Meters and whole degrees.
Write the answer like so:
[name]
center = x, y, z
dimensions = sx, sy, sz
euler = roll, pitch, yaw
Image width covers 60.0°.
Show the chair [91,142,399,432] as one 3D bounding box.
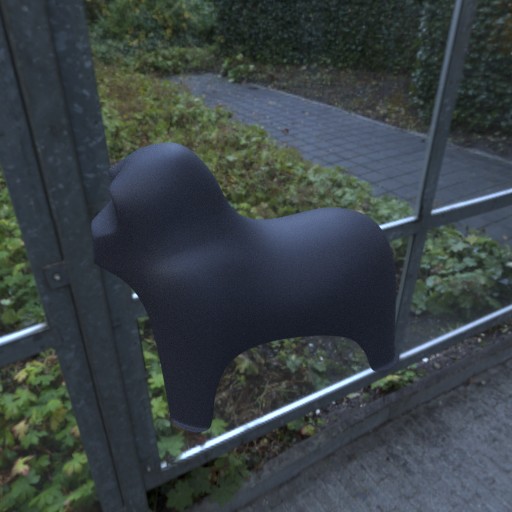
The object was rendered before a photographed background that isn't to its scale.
[chair]
center = 0.000, 0.000, 1.119
dimensions = 0.758, 0.600, 0.490
euler = -9, 32, -14
